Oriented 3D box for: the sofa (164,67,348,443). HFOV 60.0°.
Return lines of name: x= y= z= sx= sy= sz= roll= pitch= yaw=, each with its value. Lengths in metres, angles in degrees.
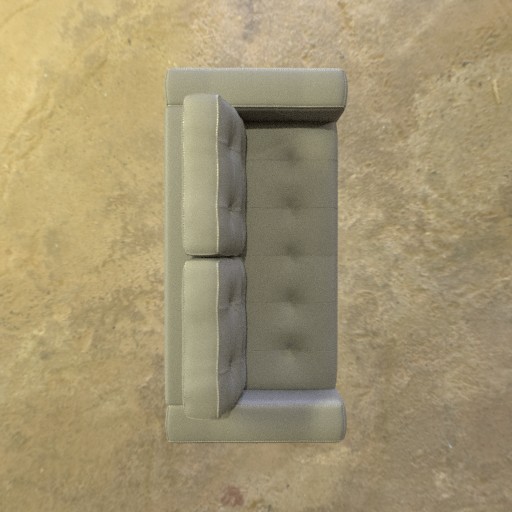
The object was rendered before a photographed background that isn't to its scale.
sofa: x=0.000 y=0.000 z=2.184 sx=0.833 sy=0.893 sz=1.726 roll=0 pitch=91 yaw=-1
